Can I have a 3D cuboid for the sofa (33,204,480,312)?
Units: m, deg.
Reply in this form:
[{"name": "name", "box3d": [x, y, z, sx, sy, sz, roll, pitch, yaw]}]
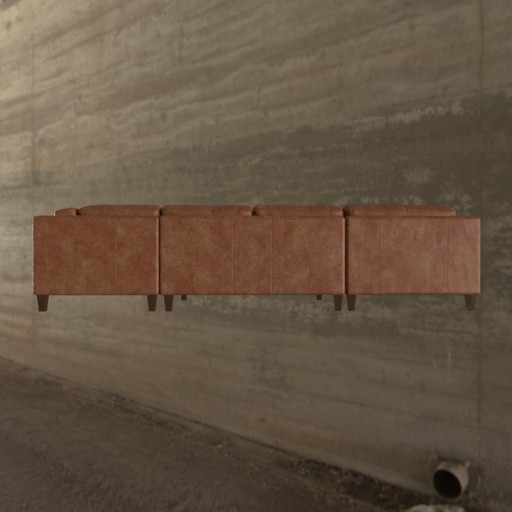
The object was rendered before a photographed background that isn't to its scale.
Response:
[{"name": "sofa", "box3d": [0.000, 0.000, 4.558, 3.401, 0.832, 2.430, 0, 0, -1]}]
